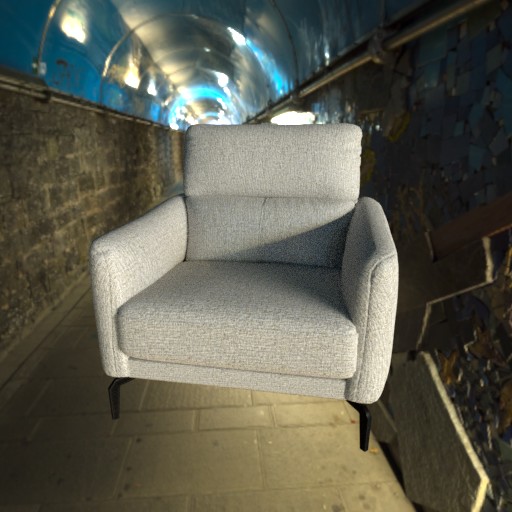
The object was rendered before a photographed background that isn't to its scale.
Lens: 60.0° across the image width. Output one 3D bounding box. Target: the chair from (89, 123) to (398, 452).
[{"bbox_3d":[0.000,0.000,1.649,0.972,0.967,0.835,3,15,11],"label":"chair"}]
